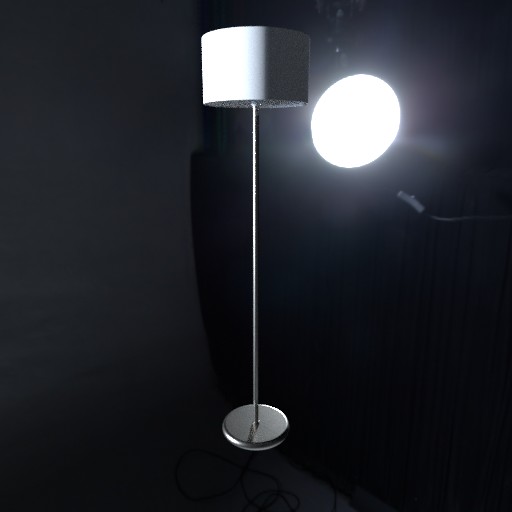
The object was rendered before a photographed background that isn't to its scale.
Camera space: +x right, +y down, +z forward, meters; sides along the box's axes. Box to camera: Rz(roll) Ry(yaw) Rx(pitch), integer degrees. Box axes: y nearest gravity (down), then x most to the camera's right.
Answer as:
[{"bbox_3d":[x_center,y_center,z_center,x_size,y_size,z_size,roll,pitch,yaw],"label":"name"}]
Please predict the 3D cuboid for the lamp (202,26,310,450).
[{"bbox_3d":[0.000,0.000,1.612,0.347,1.443,0.347,-14,20,-43],"label":"lamp"}]
